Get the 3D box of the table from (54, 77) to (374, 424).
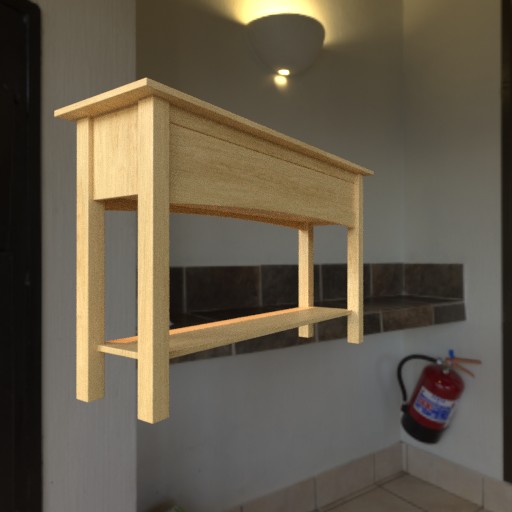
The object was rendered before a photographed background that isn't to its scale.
[{"bbox_3d":[0.000,0.000,1.509,0.350,0.730,1.240,0,0,36],"label":"table"}]
